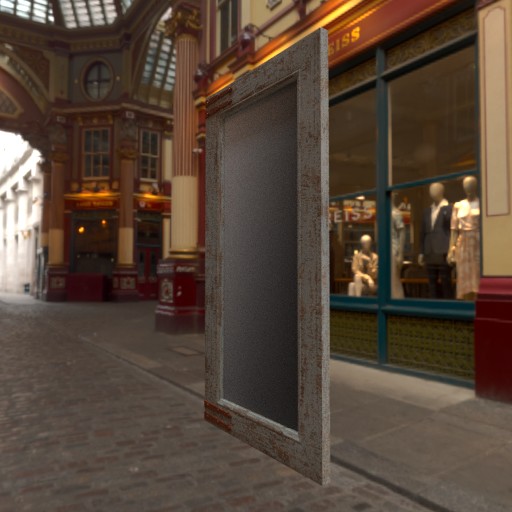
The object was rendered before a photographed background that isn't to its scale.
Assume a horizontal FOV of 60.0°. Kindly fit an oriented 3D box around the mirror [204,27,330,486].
[{"bbox_3d":[0.000,0.000,1.086,0.027,0.922,0.472,1,-2,-36],"label":"mirror"}]
